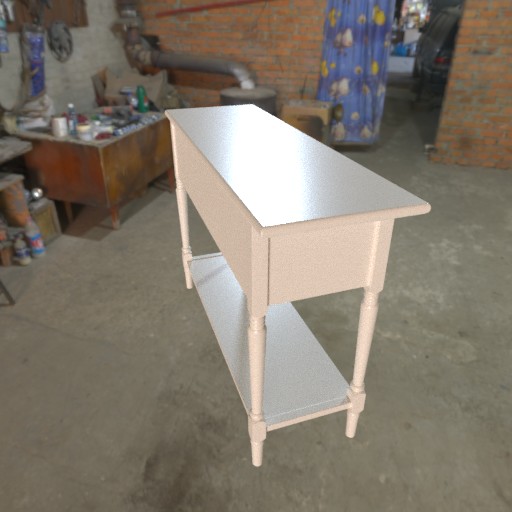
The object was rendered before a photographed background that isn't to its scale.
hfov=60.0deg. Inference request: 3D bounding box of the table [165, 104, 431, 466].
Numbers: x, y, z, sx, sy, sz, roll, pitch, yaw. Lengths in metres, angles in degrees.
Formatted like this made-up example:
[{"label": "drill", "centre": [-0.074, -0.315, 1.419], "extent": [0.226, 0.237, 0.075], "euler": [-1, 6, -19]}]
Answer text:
[{"label": "table", "centre": [0.000, 0.000, 1.575], "extent": [0.386, 0.814, 1.191], "euler": [-9, 30, -16]}]
